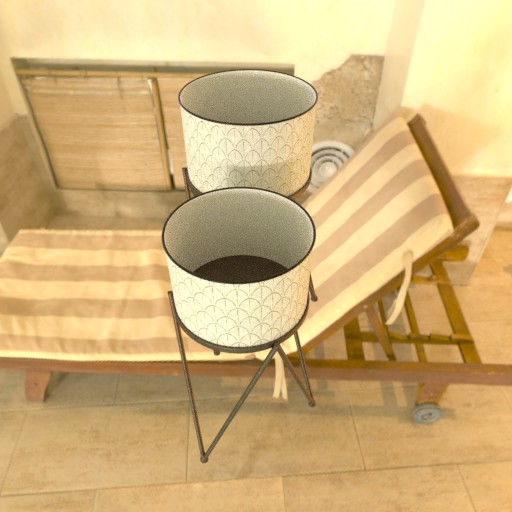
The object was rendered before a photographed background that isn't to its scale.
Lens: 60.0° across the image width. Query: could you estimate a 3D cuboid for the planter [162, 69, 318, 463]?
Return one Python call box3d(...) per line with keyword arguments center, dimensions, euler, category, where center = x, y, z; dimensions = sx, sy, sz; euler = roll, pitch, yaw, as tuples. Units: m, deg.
box3d(center=(0.000, 0.000, 1.156), dimensions=(0.413, 0.712, 0.769), euler=(1, 42, 1), category="planter")
